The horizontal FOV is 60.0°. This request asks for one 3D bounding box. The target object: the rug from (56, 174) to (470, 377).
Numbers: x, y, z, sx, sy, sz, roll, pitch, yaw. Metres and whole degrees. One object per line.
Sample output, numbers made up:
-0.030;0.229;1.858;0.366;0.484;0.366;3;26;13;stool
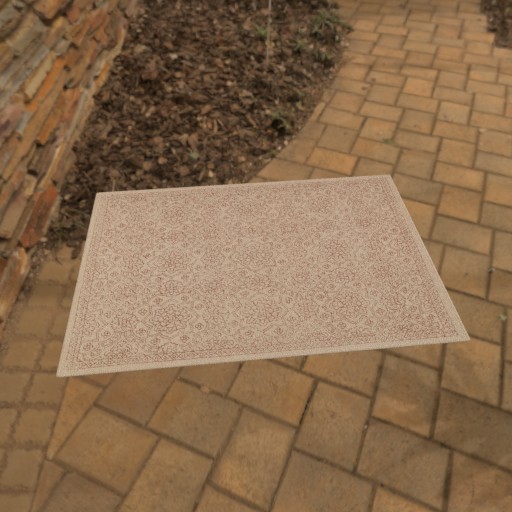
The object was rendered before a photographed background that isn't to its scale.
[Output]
0.000;0.000;2.348;1.829;0.010;1.219;-4;48;-4;rug
